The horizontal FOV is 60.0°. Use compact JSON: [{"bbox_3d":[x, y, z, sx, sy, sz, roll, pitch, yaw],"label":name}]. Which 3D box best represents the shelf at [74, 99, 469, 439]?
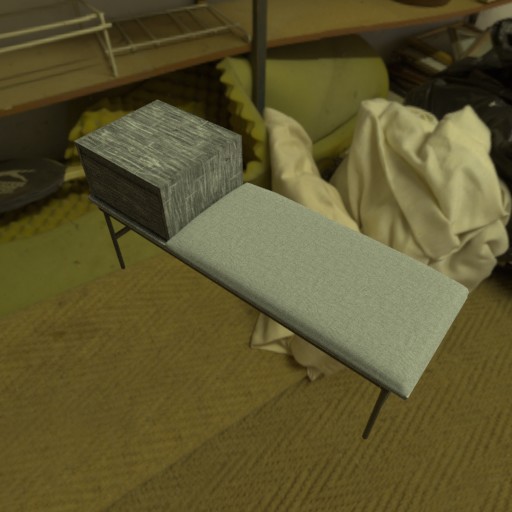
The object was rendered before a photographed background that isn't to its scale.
[{"bbox_3d":[0.000,0.000,1.608,1.342,0.633,0.457,30,53,26],"label":"shelf"}]
